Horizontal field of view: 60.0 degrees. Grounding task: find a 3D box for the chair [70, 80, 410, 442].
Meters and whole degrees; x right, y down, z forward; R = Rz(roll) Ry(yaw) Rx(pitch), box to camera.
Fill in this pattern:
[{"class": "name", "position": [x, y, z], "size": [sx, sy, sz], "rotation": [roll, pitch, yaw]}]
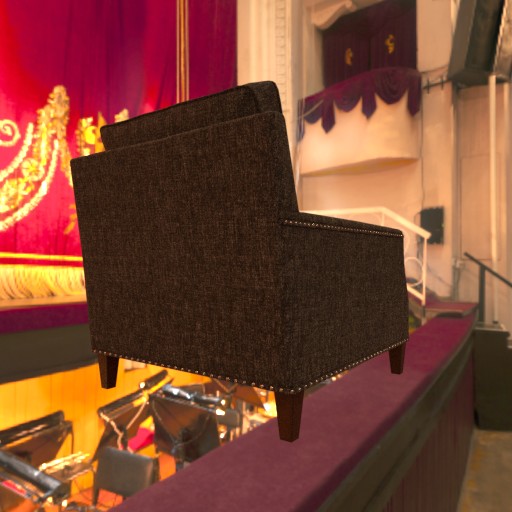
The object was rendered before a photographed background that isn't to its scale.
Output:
[{"class": "chair", "position": [0.000, 0.000, 1.664], "size": [0.853, 0.943, 1.014], "rotation": [0, 0, 36]}]
